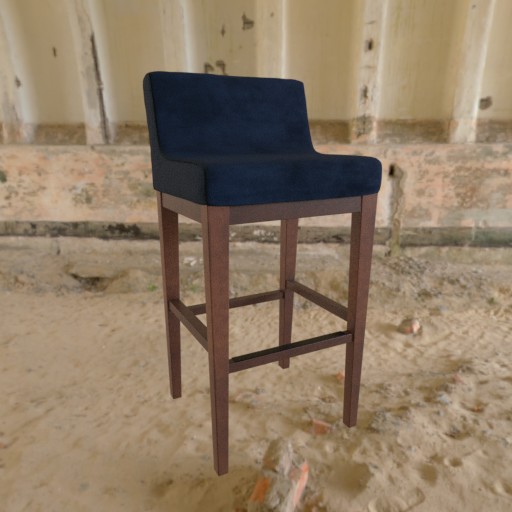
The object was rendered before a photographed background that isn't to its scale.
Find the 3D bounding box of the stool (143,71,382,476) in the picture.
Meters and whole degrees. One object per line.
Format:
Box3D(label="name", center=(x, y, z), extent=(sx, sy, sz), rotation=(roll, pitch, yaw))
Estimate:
Box3D(label="stool", center=(0.000, 0.000, 1.313), extent=(0.511, 1.037, 0.500), rotation=(-8, 17, -26))
